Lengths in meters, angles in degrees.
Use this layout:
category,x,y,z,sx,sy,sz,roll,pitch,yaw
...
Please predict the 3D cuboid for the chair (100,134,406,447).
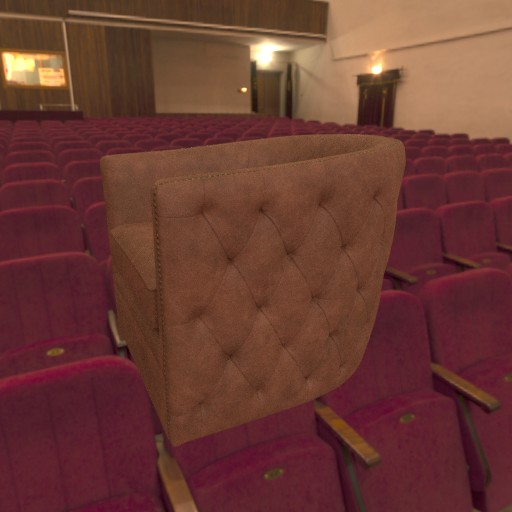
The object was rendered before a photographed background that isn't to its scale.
category,x,y,z,sx,sy,sz,roll,pitch,yaw
chair,0.000,0.000,1.512,0.870,0.790,0.850,-8,19,-25
